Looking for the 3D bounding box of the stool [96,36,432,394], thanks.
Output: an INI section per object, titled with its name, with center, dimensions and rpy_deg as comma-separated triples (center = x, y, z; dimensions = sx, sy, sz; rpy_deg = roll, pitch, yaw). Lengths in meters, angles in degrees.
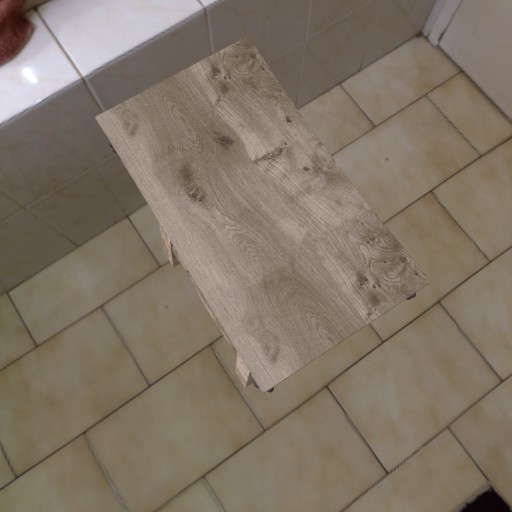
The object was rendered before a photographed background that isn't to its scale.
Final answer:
[stool]
center = 0.000, 0.000, 0.897
dimensions = 0.330, 0.635, 0.450
rpy_deg = -31, 77, -8
